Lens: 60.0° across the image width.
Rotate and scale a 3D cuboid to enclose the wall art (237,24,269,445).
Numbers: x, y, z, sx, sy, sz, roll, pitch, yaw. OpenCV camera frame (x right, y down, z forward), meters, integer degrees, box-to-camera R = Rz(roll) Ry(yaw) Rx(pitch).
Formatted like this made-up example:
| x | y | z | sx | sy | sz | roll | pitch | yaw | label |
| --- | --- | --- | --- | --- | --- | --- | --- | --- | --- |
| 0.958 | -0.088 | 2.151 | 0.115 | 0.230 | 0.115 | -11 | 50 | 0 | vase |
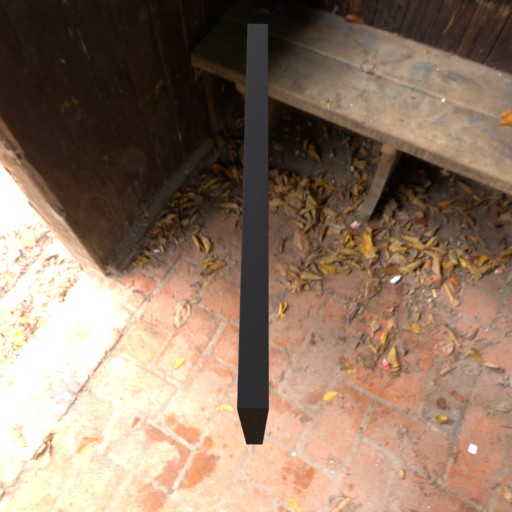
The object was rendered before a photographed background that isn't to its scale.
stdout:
| x | y | z | sx | sy | sz | roll | pitch | yaw | label |
| --- | --- | --- | --- | --- | --- | --- | --- | --- | --- |
| 0.000 | 0.000 | 0.746 | 0.030 | 0.454 | 0.554 | 1 | 63 | 0 | wall art |
